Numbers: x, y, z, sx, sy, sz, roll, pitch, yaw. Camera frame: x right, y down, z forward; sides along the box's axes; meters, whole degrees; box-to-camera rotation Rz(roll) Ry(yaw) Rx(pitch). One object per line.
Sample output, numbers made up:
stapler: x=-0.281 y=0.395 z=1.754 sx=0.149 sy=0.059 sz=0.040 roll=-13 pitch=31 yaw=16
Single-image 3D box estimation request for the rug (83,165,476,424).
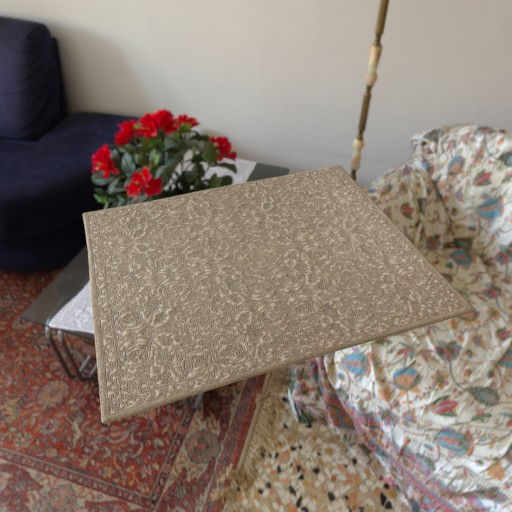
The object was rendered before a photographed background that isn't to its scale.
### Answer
rug: x=0.000 y=0.000 z=4.169 sx=3.017 sy=0.035 sz=2.472 roll=-13 pitch=44 yaw=-14
